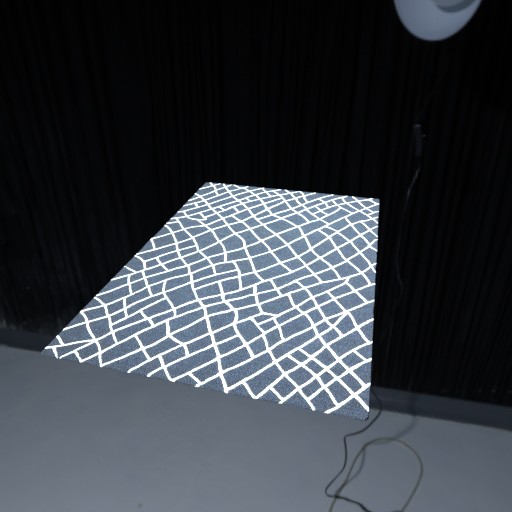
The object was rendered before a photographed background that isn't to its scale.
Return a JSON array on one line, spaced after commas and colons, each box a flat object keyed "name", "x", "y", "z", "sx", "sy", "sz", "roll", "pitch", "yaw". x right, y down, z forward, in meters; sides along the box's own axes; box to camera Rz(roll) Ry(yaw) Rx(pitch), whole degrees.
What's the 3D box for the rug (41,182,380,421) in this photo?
[{"name": "rug", "x": 0.000, "y": 0.000, "z": 2.310, "sx": 1.223, "sy": 0.013, "sz": 1.830, "roll": 8, "pitch": 31, "yaw": 12}]
